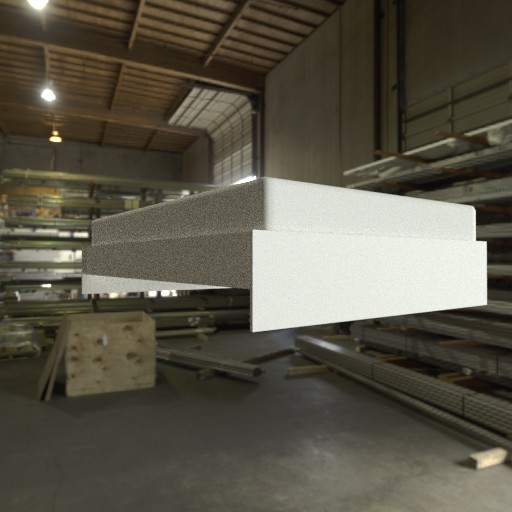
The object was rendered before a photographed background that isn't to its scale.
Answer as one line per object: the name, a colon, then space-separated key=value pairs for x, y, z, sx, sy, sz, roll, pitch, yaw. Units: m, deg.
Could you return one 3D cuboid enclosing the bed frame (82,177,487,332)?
bed frame: x=0.000 y=0.000 z=2.583 sx=1.445 sy=0.497 sz=1.945 roll=0 pitch=-1 yaw=-36
